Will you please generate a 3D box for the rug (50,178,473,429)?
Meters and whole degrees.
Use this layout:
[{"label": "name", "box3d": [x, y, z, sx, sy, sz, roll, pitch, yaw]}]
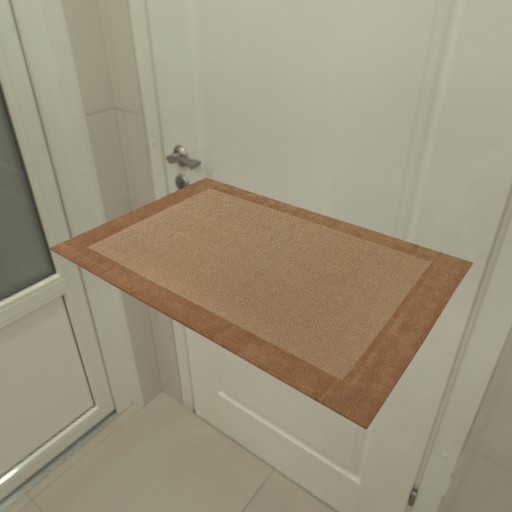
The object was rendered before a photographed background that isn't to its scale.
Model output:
[{"label": "rug", "box3d": [0.000, 0.000, 2.296, 1.829, 0.014, 1.219, 22, 39, 31]}]
